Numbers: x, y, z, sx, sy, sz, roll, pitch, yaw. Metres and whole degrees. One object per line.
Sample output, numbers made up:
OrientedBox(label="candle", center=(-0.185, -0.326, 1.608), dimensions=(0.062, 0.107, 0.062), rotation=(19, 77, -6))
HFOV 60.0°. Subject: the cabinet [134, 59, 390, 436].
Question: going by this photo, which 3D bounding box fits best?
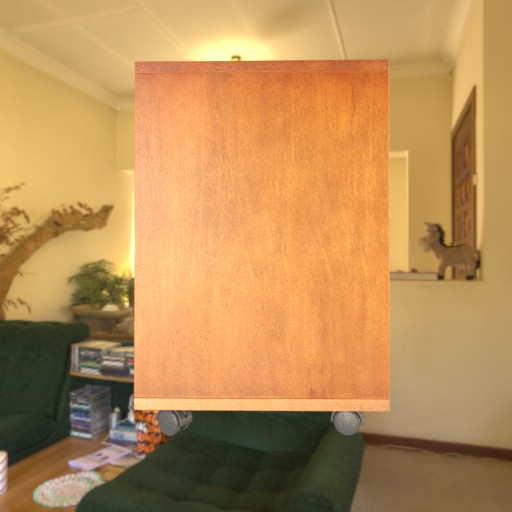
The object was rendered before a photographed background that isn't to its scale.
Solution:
OrientedBox(label="cabinet", center=(0.000, 0.000, 0.861), dimensions=(0.401, 0.579, 0.409), rotation=(0, 0, 1))
